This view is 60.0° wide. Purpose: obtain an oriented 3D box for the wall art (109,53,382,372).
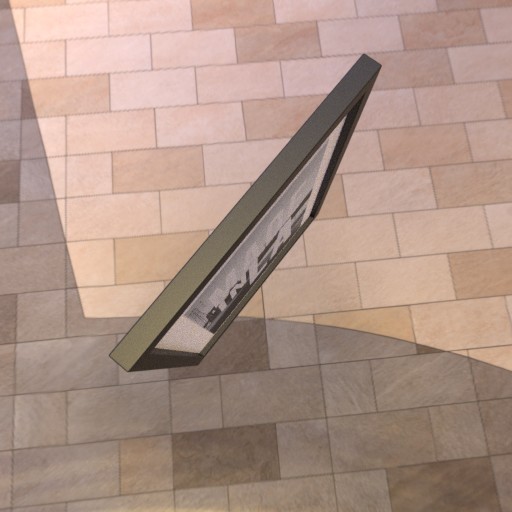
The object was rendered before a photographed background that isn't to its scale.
[{"bbox_3d":[0.000,0.000,0.766,0.028,0.559,0.457,38,80,8],"label":"wall art"}]
